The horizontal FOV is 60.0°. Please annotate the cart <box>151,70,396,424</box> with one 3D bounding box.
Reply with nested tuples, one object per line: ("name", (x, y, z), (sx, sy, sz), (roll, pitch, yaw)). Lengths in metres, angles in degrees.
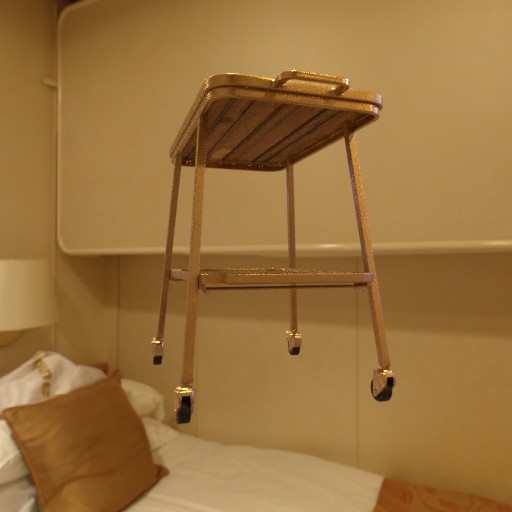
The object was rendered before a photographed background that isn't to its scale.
("cart", (0.000, 0.000, 1.231), (0.524, 0.700, 0.806), (0, -1, -18))
